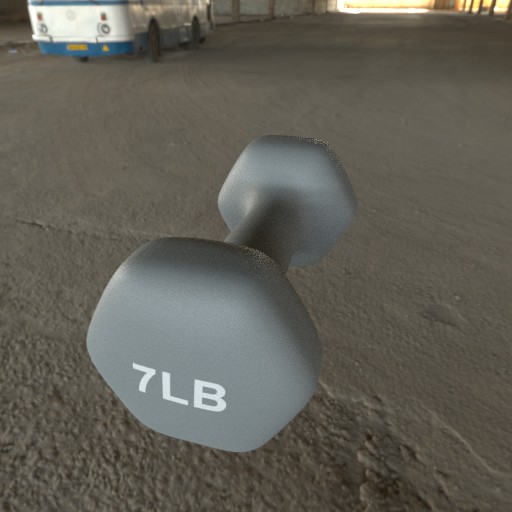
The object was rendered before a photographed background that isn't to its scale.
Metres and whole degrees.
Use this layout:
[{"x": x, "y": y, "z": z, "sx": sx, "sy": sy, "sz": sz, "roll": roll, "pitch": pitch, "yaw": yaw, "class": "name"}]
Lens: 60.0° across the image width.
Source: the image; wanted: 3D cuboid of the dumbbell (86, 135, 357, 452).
[{"x": 0.000, "y": 0.000, "z": 0.224, "sx": 0.090, "sy": 0.081, "sz": 0.184, "roll": 9, "pitch": 31, "yaw": 14, "class": "dumbbell"}]
